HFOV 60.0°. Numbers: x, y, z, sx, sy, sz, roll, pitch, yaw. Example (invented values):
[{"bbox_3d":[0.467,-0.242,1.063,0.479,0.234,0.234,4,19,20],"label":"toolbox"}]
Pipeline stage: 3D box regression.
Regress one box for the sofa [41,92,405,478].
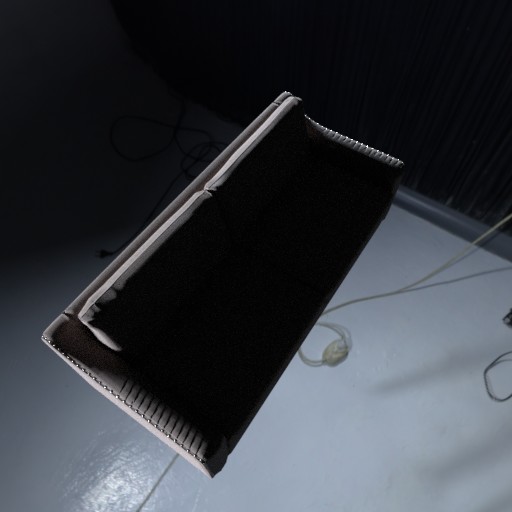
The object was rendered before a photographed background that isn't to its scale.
[{"bbox_3d":[0.000,0.000,2.679,1.000,0.857,2.208,29,62,18],"label":"sofa"}]
